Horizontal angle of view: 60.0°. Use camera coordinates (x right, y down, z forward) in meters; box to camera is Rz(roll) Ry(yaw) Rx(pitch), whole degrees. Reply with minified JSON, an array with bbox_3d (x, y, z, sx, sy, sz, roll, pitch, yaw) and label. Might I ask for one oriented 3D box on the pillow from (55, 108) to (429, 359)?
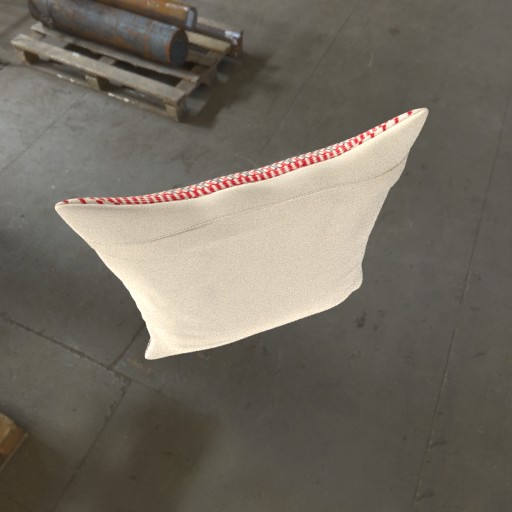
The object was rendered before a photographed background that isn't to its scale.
[{"bbox_3d":[0.000,0.000,0.708,0.463,0.454,0.160,-17,58,-11],"label":"pillow"}]
